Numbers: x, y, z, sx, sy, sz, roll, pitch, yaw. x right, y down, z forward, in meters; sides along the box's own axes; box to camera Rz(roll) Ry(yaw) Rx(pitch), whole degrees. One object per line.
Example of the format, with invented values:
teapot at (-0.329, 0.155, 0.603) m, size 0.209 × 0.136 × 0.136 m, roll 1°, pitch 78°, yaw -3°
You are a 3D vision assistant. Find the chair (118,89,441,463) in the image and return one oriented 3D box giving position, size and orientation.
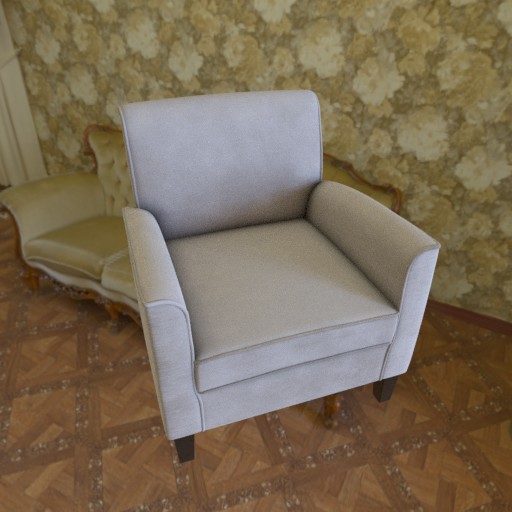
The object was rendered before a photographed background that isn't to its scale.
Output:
chair at (0.000, 0.000, 1.520) m, size 0.820 × 0.915 × 0.821 m, roll -10°, pitch 34°, yaw -16°
